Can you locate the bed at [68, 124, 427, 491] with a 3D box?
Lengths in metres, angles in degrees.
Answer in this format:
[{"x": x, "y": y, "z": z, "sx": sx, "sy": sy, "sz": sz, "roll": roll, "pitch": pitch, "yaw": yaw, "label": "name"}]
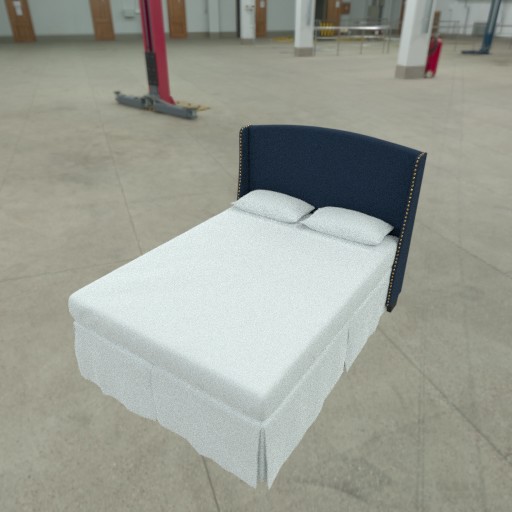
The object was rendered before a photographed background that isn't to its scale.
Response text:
[{"x": 0.000, "y": 0.000, "z": 3.175, "sx": 1.604, "sy": 1.402, "sz": 2.223, "roll": 18, "pitch": 34, "yaw": 29, "label": "bed"}]
